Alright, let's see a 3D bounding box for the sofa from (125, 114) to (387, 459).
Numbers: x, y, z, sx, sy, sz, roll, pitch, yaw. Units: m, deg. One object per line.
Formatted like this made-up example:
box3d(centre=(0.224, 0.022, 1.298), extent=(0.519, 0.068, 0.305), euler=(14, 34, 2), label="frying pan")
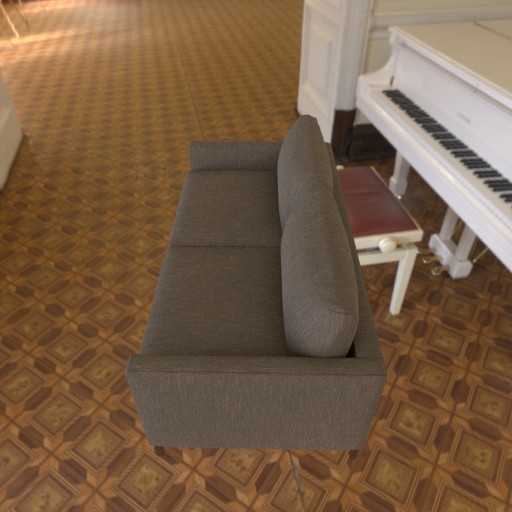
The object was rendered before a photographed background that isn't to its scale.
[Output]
box3d(centre=(0.000, 0.000, 2.171), extent=(0.875, 0.840, 1.682), euler=(1, 41, 1), label="sofa")
